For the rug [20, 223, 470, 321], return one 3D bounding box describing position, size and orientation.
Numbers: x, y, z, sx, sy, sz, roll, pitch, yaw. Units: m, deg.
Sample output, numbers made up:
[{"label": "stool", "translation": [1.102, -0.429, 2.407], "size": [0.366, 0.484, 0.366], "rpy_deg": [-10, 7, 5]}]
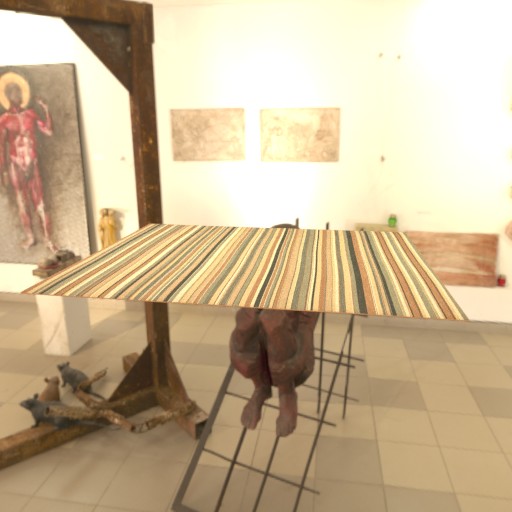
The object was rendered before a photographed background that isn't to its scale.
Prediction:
[{"label": "rug", "translation": [0.000, 0.000, 4.090], "size": [3.045, 0.011, 2.436], "rpy_deg": [2, 16, 9]}]
